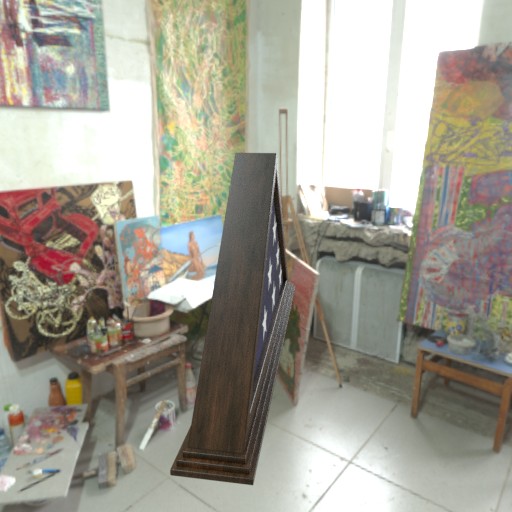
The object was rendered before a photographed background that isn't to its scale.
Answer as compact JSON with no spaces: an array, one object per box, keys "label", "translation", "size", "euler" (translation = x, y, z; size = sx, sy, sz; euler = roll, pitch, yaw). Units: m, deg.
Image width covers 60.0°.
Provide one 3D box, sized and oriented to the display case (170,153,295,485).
[{"label":"display case","translation":[0.000,0.000,0.751],"size":[0.095,0.340,0.640],"euler":[2,16,9]}]
